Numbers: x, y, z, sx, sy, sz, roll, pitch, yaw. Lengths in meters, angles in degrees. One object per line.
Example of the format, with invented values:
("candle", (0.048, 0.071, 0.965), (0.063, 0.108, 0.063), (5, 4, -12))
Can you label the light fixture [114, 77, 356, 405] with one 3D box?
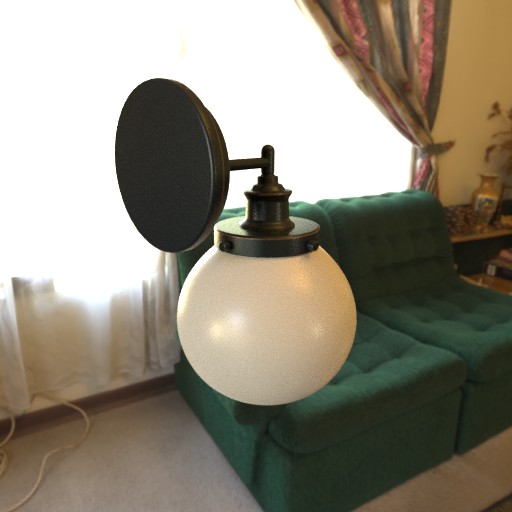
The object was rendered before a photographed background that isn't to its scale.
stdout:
("light fixture", (0.000, 0.000, 0.465), (0.197, 0.332, 0.230), (15, 22, 42))
